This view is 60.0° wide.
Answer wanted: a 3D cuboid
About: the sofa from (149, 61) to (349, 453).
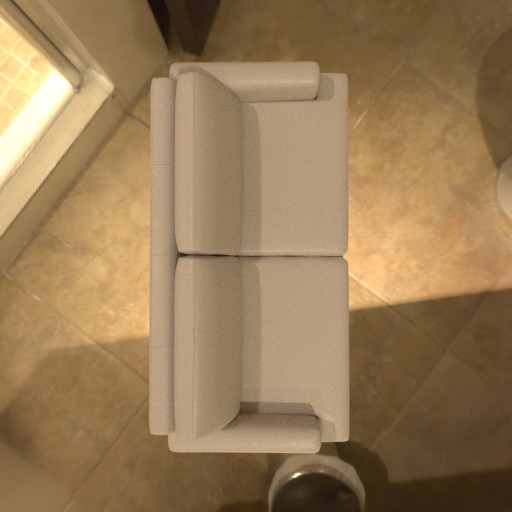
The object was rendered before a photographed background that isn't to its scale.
[{"bbox_3d":[0.000,0.000,2.304,0.974,0.765,1.940,0,89,1],"label":"sofa"}]
